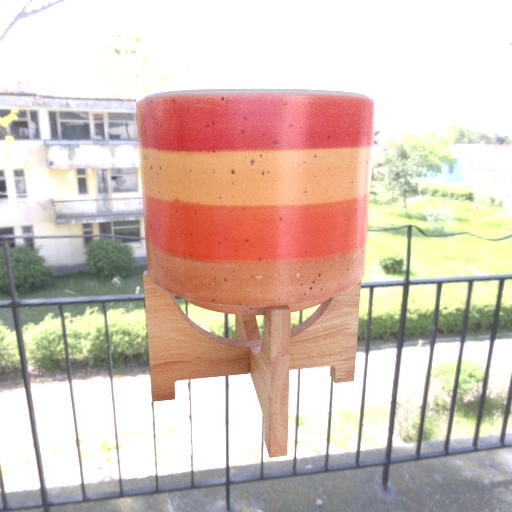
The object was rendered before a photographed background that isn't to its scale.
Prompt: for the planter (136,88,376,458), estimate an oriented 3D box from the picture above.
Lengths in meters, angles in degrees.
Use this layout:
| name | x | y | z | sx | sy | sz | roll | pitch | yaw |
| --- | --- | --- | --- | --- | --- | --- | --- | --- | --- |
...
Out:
| name | x | y | z | sx | sy | sz | roll | pitch | yaw |
| --- | --- | --- | --- | --- | --- | --- | --- | --- | --- |
| planter | 0.000 | 0.000 | 0.398 | 0.199 | 0.268 | 0.199 | 0 | 16 | 0 |
